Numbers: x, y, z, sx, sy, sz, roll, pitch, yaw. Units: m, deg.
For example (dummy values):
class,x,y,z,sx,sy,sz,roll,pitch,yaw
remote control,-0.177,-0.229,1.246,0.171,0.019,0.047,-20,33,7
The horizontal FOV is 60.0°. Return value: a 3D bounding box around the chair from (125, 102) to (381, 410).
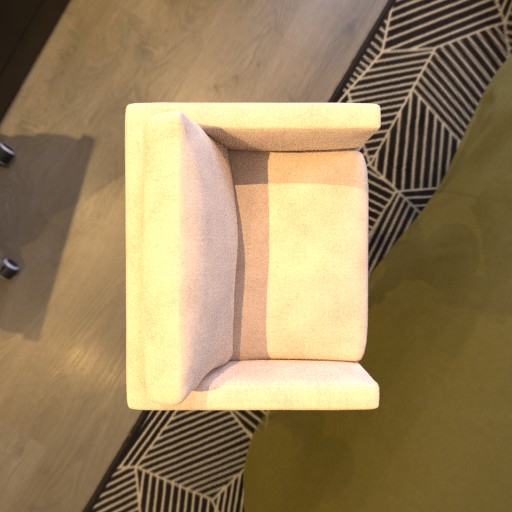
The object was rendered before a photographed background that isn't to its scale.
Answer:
class,x,y,z,sx,sy,sz,roll,pitch,yaw
chair,0.000,0.000,1.870,0.959,0.961,1.133,0,91,0
